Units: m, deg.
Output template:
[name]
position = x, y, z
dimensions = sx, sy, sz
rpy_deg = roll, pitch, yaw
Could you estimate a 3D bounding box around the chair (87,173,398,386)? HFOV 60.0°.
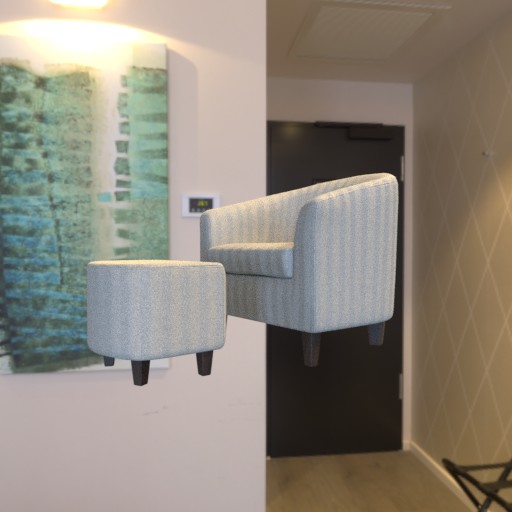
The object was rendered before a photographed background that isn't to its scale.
[chair]
position = 0.000, 0.000, 1.760
dimensions = 1.288, 0.757, 0.756
rpy_deg = -1, 1, -37
